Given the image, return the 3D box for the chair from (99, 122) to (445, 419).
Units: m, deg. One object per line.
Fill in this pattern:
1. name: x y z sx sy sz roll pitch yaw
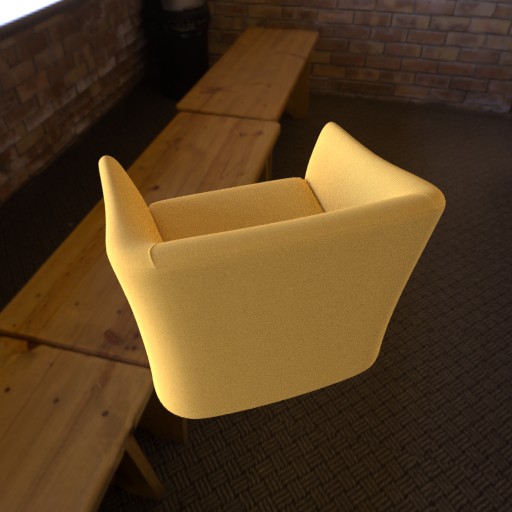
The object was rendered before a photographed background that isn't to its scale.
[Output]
1. chair: 0.000 0.000 1.332 0.790 0.720 0.700 -12 44 -13
